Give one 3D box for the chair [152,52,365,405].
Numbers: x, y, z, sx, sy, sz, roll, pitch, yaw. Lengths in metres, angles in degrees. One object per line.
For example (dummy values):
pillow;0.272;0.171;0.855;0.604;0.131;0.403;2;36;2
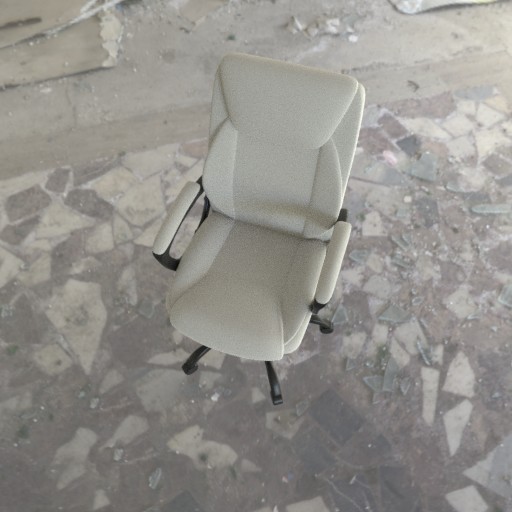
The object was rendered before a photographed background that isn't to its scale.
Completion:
chair;0.000;0.000;1.491;0.663;1.065;0.669;16;59;10
